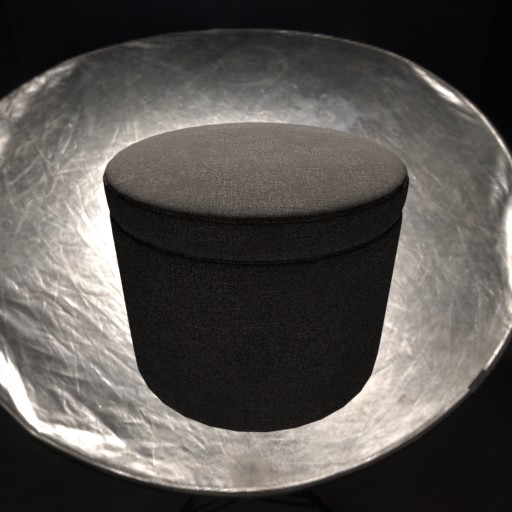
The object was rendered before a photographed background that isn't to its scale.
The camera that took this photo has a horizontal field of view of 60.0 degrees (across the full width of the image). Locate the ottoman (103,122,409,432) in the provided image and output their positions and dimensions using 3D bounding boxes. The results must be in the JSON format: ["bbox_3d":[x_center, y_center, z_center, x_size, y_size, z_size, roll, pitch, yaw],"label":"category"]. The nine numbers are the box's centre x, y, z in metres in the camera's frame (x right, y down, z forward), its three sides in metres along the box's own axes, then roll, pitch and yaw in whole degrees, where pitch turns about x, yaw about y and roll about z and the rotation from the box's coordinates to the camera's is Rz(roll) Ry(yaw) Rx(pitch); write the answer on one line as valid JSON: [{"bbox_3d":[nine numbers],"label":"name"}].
[{"bbox_3d":[0.000,0.000,0.843,0.500,0.419,0.500,0,30,0],"label":"ottoman"}]
